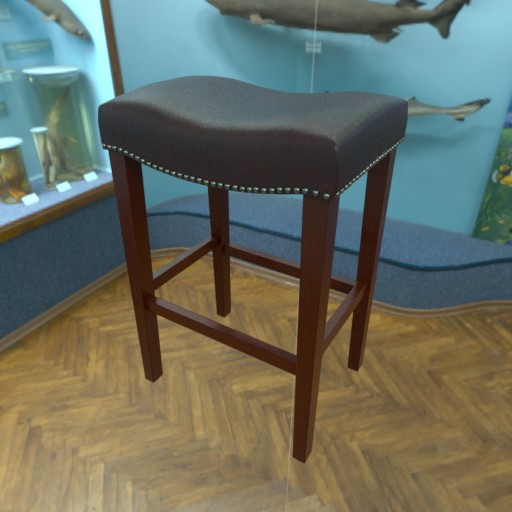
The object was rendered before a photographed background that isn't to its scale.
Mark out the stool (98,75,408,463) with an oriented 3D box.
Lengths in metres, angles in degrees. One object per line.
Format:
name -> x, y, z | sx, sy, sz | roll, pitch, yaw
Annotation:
stool -> 0.000, 0.000, 1.033 | 0.504, 0.742, 0.372 | 18, 35, 27
